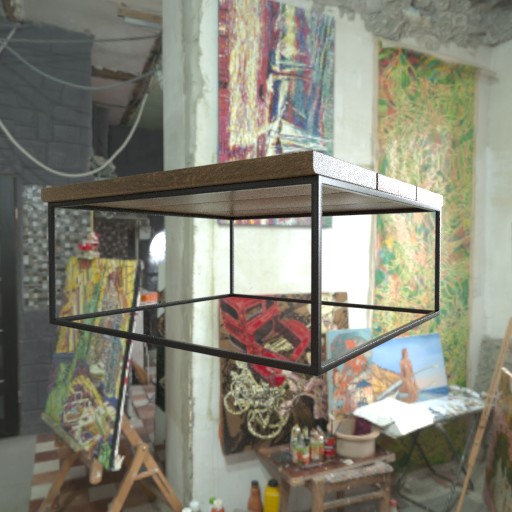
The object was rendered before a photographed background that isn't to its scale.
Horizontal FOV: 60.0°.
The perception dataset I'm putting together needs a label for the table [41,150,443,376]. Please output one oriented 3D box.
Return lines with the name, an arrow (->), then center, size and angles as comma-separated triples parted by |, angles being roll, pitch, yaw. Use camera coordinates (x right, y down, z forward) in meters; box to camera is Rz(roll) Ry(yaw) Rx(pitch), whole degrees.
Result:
table -> 0.000, 0.000, 1.399 | 0.900, 0.400, 0.900 | 1, 2, 36
